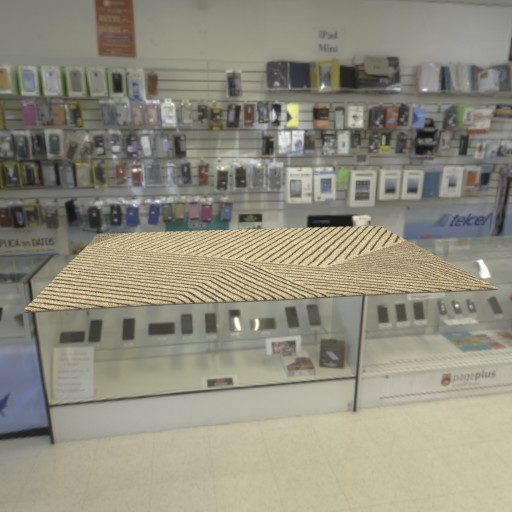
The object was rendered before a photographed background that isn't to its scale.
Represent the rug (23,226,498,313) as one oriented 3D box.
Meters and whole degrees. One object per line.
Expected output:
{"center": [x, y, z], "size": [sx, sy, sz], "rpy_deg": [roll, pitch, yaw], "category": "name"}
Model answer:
{"center": [0.000, 0.000, 2.281], "size": [1.842, 0.019, 1.237], "rpy_deg": [-2, 16, -7], "category": "rug"}
